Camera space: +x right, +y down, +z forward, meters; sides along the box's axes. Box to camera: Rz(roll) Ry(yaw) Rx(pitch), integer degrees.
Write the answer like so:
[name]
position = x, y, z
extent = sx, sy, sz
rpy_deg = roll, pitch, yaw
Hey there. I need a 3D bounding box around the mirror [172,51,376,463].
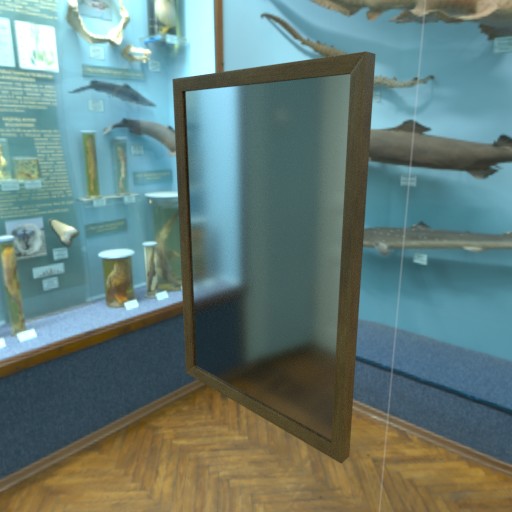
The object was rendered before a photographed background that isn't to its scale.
[mirror]
position = 0.000, 0.000, 1.165
extent = 0.609, 0.915, 0.040
rpy_deg = 14, 21, 42
